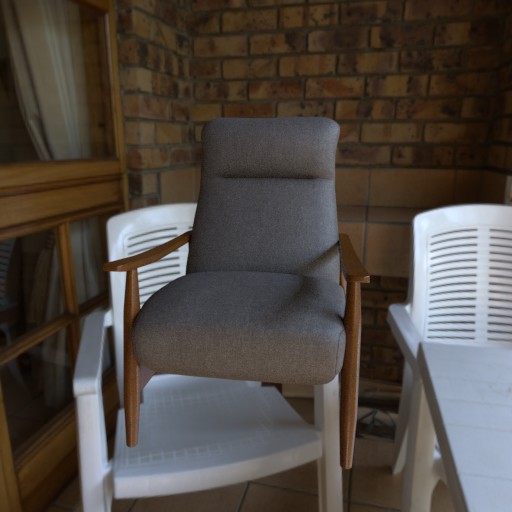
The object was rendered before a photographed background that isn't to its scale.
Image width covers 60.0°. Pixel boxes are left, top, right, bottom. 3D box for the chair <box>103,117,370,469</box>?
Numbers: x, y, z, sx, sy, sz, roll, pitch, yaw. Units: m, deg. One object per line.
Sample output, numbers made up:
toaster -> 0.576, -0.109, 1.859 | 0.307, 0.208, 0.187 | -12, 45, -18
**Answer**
chair -> 0.000, 0.000, 1.735 | 0.762, 1.081, 1.014 | 2, 15, 8
